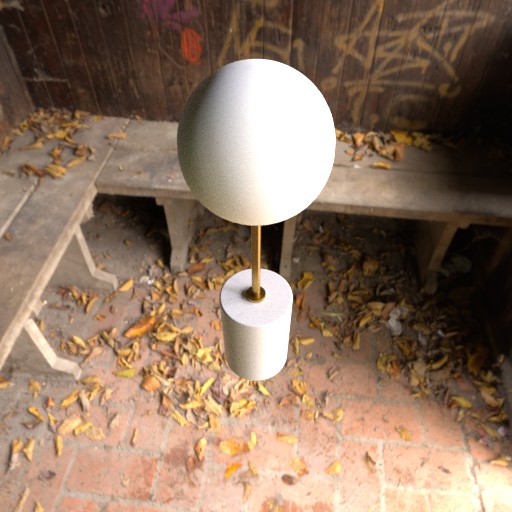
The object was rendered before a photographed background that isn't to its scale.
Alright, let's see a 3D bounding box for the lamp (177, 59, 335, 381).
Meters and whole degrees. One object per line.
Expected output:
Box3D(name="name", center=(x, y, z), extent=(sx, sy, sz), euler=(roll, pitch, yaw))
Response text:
Box3D(name="lamp", center=(0.000, 0.000, 0.556), extent=(0.153, 0.480, 0.153), euler=(0, 48, 0))
